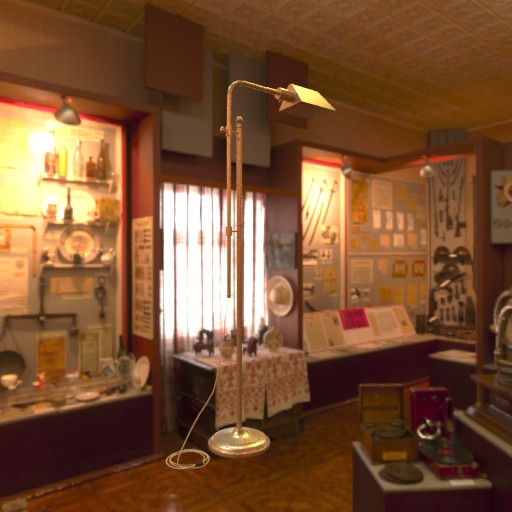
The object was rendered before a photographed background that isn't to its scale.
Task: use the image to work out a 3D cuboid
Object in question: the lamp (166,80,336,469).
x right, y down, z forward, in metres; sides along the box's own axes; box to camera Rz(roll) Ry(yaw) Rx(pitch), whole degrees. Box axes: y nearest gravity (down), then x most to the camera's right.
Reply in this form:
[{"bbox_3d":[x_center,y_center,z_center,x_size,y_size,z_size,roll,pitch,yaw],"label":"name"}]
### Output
[{"bbox_3d":[0.000,0.000,1.903,0.813,1.571,0.256,0,-1,-36],"label":"lamp"}]
